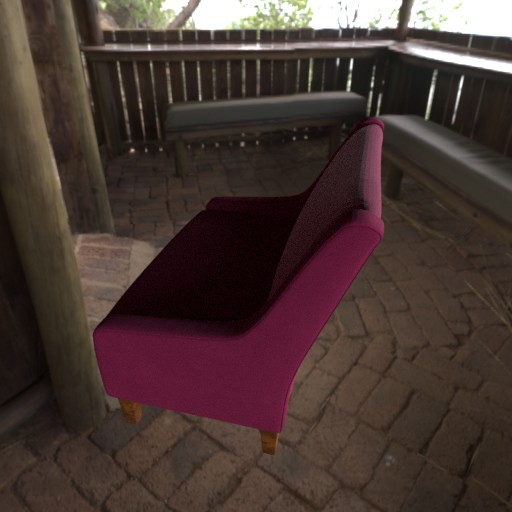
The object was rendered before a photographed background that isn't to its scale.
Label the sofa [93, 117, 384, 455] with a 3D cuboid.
[{"bbox_3d":[0.000,0.000,1.910,0.946,0.976,1.242,7,30,12],"label":"sofa"}]
